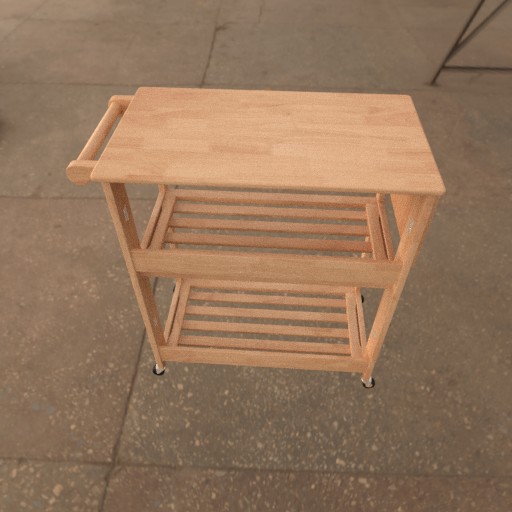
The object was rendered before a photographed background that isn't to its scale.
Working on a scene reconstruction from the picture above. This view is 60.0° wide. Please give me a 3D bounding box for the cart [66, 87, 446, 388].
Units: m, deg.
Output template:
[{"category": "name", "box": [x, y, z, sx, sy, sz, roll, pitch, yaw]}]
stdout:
[{"category": "cart", "box": [0.000, 0.000, 1.394, 0.853, 0.879, 0.432, 3, 46, 3]}]
